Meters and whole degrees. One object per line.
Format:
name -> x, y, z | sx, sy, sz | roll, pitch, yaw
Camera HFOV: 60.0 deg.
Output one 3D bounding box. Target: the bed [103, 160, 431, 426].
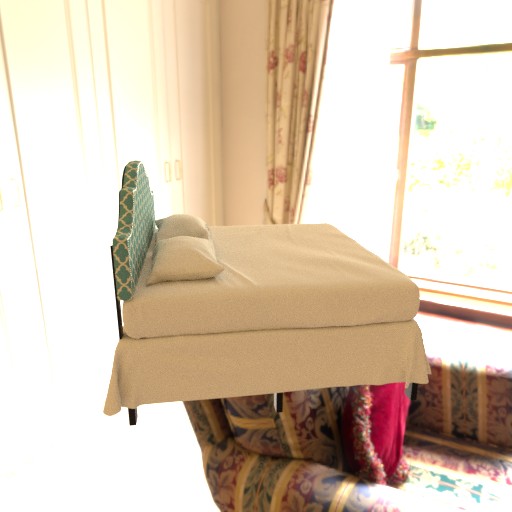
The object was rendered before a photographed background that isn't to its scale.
bed -> 0.000, 0.000, 3.752 | 2.222, 1.601, 2.314 | -2, 17, -8
